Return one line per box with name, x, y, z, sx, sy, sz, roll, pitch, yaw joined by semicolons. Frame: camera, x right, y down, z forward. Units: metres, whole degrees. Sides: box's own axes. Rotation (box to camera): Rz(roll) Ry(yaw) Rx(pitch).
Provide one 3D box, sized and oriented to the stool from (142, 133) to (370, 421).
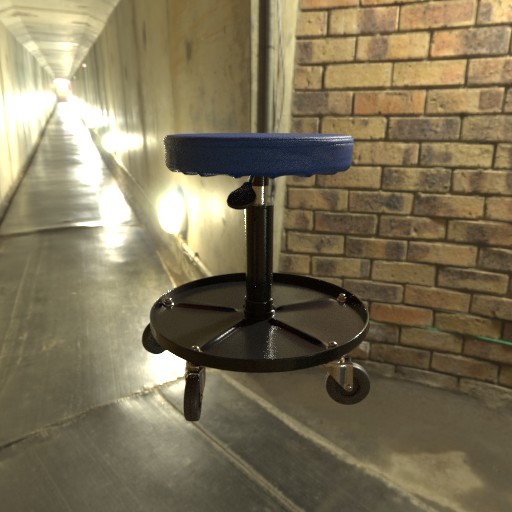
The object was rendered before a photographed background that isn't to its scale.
stool;0.000;0.000;0.689;0.381;0.365;0.382;3;17;9
